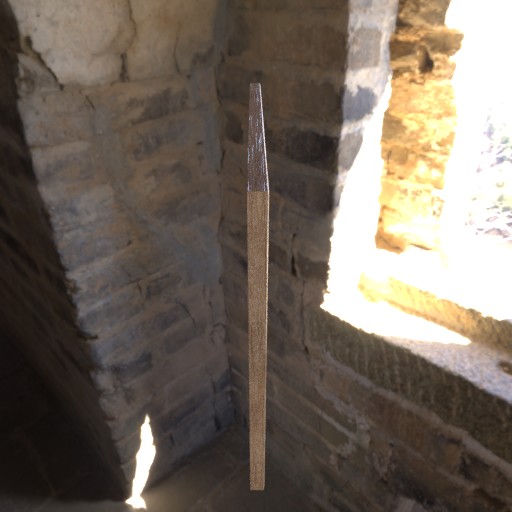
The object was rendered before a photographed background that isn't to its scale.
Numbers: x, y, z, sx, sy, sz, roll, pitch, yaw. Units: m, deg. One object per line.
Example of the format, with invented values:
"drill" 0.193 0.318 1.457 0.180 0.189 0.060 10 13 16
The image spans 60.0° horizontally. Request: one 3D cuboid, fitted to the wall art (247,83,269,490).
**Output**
"wall art" 0.000 0.000 0.957 0.026 0.588 0.690 0 31 0
